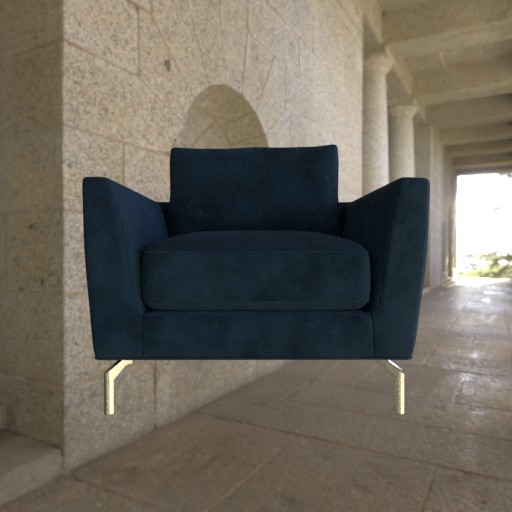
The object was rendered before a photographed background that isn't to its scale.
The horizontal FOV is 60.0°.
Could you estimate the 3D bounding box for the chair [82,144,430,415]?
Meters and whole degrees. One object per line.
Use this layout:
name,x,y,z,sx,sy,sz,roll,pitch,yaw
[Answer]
chair,0.000,0.000,1.592,0.977,0.893,0.746,0,1,0
